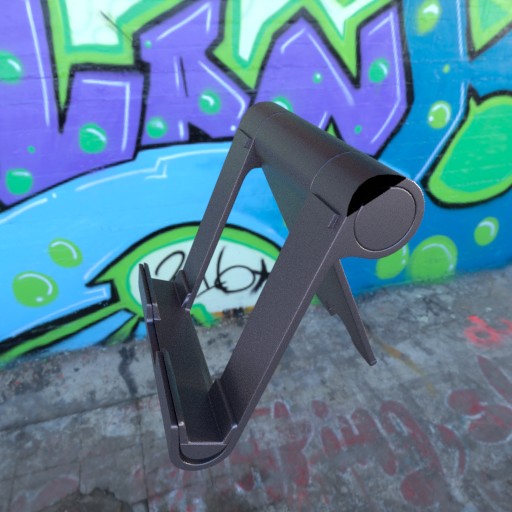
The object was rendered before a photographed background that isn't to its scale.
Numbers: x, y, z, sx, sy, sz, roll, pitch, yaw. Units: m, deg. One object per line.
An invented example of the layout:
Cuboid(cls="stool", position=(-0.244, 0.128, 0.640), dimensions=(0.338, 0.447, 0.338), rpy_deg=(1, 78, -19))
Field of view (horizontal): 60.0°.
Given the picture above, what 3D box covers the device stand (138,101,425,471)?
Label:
Cuboid(cls="device stand", position=(0.000, 0.000, 0.151), dimensions=(0.079, 0.084, 0.088), rpy_deg=(-10, 32, -16))
